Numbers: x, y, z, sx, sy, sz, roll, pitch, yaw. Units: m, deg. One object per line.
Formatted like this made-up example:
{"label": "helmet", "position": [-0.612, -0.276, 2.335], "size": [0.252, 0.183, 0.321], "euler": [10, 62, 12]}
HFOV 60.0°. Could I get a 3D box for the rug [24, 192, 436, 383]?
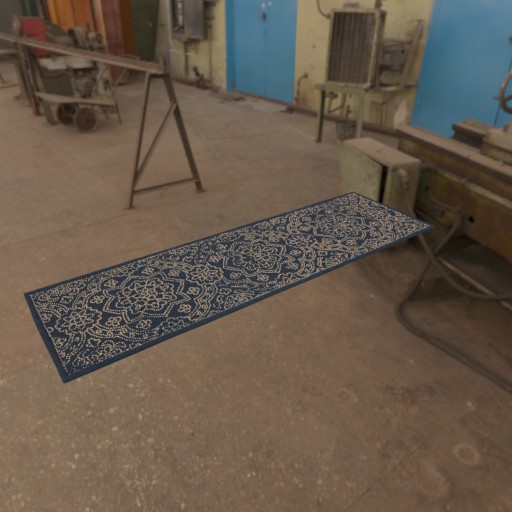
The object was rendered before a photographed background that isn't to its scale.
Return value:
{"label": "rug", "position": [0.000, 0.000, 2.655], "size": [2.448, 0.012, 0.769], "euler": [-20, 35, -30]}
